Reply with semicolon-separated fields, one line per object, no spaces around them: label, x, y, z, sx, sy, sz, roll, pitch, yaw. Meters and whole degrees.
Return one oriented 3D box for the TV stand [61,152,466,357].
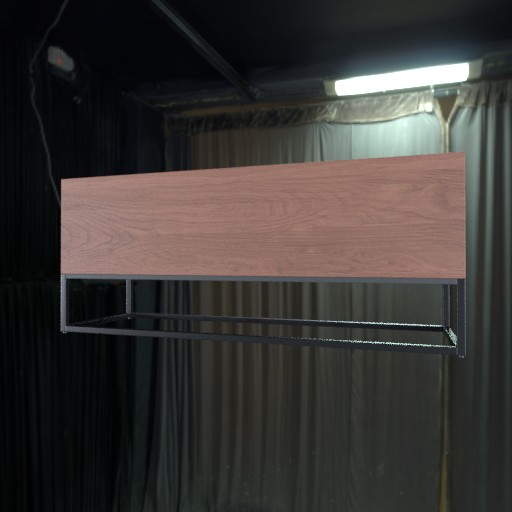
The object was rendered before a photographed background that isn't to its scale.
TV stand;0.000;0.000;1.454;1.200;0.500;0.415;0;-1;18
